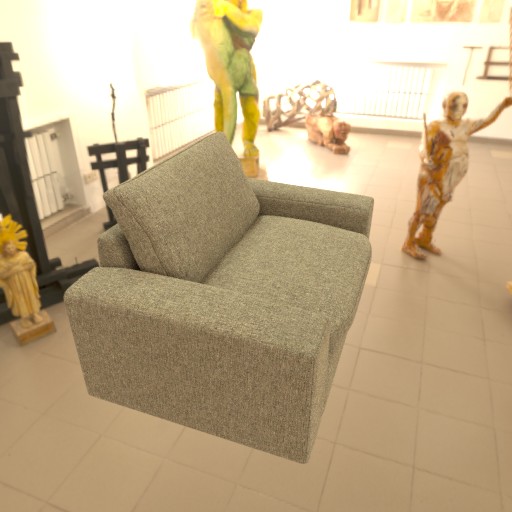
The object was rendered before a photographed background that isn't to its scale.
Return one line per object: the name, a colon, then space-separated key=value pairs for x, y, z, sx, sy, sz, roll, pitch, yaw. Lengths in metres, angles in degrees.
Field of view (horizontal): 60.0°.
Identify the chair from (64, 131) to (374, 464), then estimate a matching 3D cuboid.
chair: x=0.000 y=0.000 z=2.120 sx=1.039 sy=0.915 sz=1.398 roll=10 pitch=31 yaw=18
